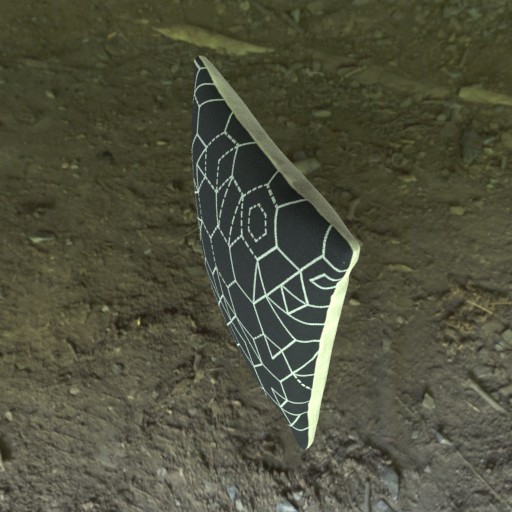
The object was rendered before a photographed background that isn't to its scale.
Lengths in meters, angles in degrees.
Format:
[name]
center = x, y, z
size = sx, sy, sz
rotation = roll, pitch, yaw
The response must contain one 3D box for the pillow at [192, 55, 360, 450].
[pillow]
center = 0.000, 0.000, 0.779
size = 0.158, 0.508, 0.517
rotation = -16, 48, -16
